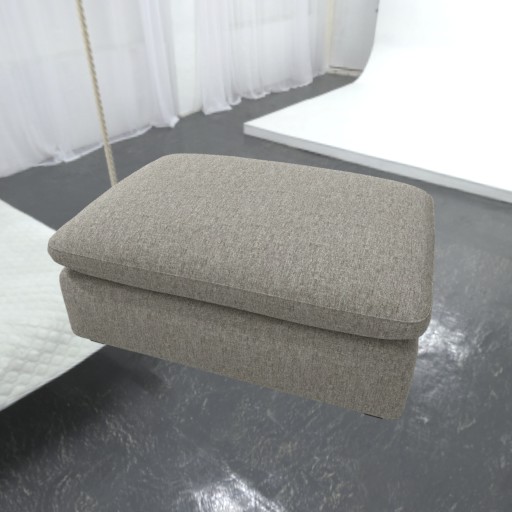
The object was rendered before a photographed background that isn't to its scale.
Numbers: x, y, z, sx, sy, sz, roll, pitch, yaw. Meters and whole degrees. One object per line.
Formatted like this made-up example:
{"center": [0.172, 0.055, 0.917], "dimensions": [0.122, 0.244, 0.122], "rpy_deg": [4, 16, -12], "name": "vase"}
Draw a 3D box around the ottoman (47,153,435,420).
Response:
{"center": [0.000, 0.000, 1.352], "dimensions": [0.977, 0.451, 0.694], "rpy_deg": [11, 35, 16], "name": "ottoman"}
